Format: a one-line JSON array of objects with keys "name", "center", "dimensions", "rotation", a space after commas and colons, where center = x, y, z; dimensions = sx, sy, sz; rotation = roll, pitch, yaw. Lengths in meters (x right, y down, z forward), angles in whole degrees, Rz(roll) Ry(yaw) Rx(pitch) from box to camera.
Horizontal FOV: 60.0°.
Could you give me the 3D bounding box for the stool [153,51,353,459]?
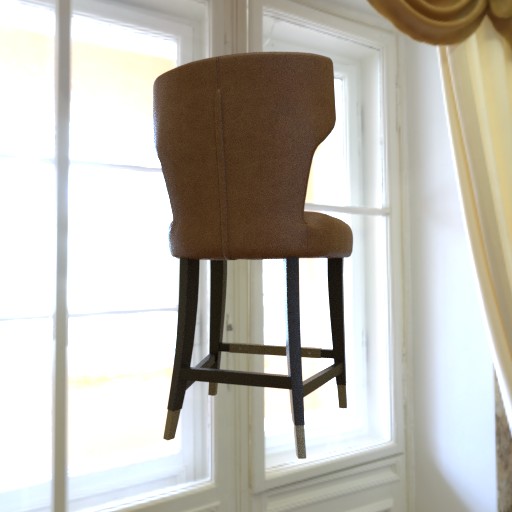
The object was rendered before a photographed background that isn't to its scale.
[{"name": "stool", "center": [0.000, 0.000, 1.322], "dimensions": [0.526, 0.982, 0.563], "rotation": [0, -1, 18]}]
